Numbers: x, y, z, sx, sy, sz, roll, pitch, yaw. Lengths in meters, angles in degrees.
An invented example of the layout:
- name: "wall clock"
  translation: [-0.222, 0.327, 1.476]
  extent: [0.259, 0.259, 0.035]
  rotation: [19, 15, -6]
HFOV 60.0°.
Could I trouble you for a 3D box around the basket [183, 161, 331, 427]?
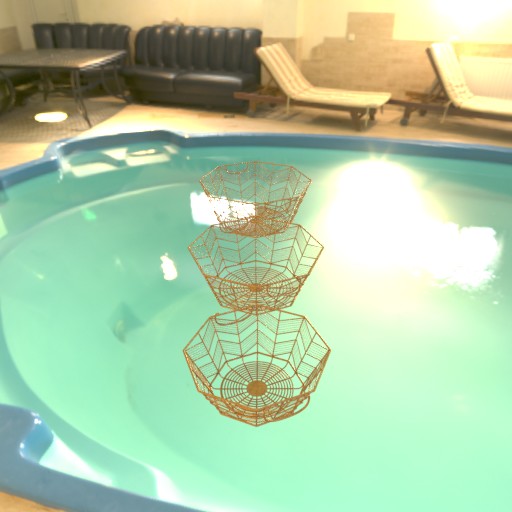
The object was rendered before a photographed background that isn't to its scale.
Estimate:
- name: "basket"
  translation: [0.000, 0.000, 1.394]
  extent: [0.432, 0.178, 1.245]
  rotation: [0, 32, 0]
